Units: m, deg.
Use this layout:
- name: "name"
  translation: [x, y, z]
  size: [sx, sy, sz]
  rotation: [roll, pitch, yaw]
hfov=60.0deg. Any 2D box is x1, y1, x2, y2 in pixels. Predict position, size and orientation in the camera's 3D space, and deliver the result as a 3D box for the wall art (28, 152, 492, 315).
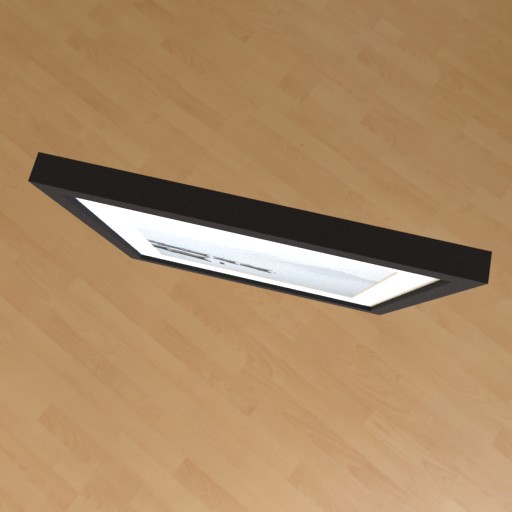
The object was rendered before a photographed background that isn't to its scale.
- name: "wall art"
  translation: [0.000, 0.000, 0.534]
  size: [0.397, 0.325, 0.028]
  rotation: [13, 78, 3]
